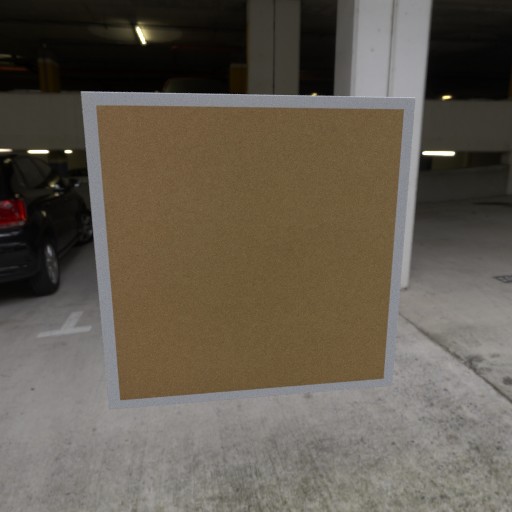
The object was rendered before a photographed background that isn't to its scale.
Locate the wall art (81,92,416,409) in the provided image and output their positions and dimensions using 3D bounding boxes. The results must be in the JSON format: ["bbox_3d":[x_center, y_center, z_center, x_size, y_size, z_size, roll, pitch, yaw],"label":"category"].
[{"bbox_3d":[0.000,0.000,0.743,0.508,0.507,0.035,-2,14,-9],"label":"wall art"}]
